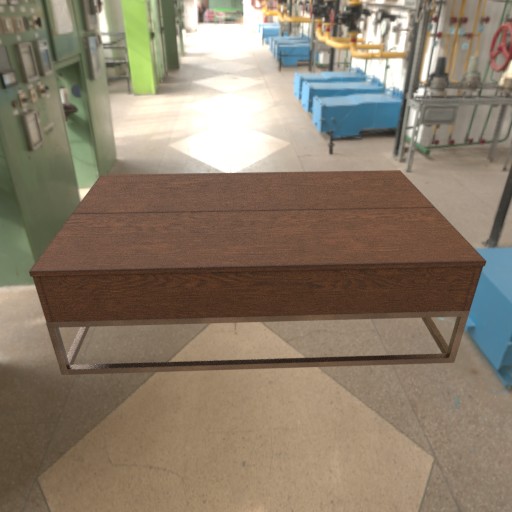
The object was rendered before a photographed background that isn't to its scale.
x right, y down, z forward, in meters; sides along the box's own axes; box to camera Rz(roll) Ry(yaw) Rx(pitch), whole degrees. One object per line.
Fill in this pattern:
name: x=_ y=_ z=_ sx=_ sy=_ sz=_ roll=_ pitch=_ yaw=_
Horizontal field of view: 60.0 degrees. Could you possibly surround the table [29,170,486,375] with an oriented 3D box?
table: x=0.000 y=0.000 z=1.529 sx=1.167 sy=0.361 sz=0.719 roll=-1 pitch=30 yaw=-2
